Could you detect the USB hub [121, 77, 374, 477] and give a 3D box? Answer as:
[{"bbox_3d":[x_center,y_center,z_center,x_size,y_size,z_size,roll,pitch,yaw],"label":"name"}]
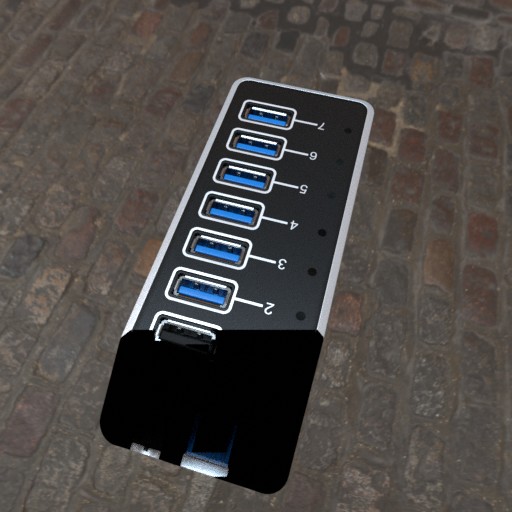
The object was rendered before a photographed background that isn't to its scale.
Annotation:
[{"bbox_3d":[0.000,0.000,0.122,0.044,0.023,0.110,14,63,7],"label":"USB hub"}]
